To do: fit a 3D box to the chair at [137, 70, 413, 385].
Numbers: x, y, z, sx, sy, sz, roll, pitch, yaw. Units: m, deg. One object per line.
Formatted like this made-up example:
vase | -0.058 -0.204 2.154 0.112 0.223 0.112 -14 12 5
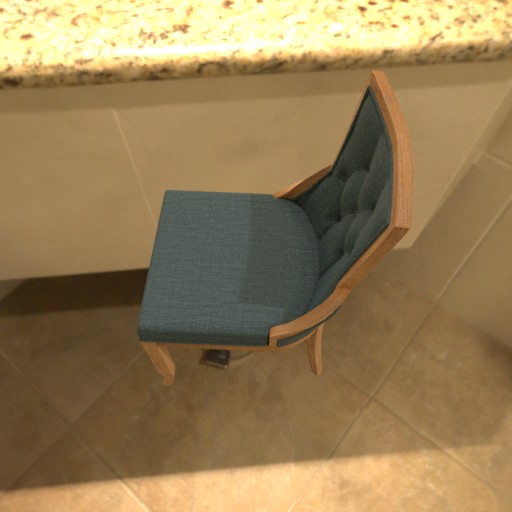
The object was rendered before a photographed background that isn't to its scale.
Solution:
chair | 0.000 0.000 1.320 0.641 0.947 0.524 2 57 1
